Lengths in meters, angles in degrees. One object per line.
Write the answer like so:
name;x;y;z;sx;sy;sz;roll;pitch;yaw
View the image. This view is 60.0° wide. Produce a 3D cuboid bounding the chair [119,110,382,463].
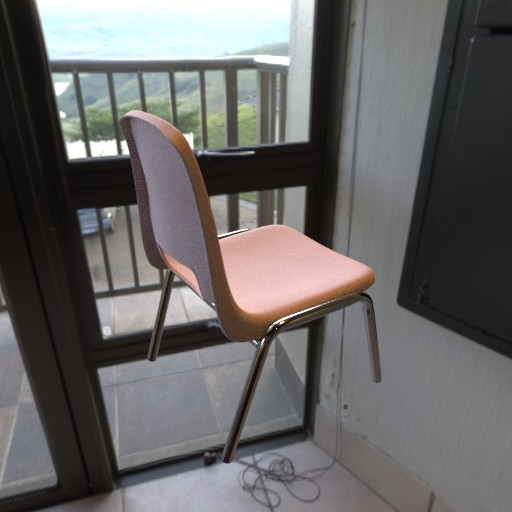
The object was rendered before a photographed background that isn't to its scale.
chair;0.000;0.000;0.814;0.385;0.536;0.354;-17;31;-31
